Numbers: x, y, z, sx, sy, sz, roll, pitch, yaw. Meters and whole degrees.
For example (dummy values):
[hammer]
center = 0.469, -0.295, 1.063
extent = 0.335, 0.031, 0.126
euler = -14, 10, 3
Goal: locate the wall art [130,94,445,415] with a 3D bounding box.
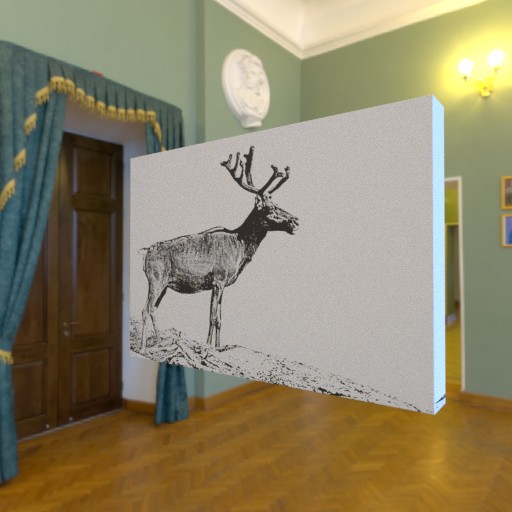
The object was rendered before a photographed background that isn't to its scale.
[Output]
[wall art]
center = 0.000, 0.000, 0.484
extent = 0.381, 0.259, 0.038
euler = -1, -1, 36
